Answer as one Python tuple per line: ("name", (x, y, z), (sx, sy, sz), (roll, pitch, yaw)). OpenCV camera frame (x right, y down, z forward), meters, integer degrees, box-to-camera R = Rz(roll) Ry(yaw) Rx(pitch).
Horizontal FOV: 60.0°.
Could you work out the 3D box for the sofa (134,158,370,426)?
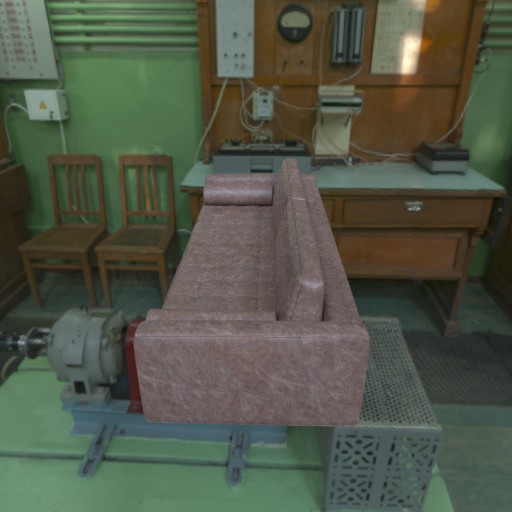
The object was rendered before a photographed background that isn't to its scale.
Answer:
("sofa", (0.000, 0.000, 2.698), (0.914, 0.762, 2.210), (1, 26, 1))
